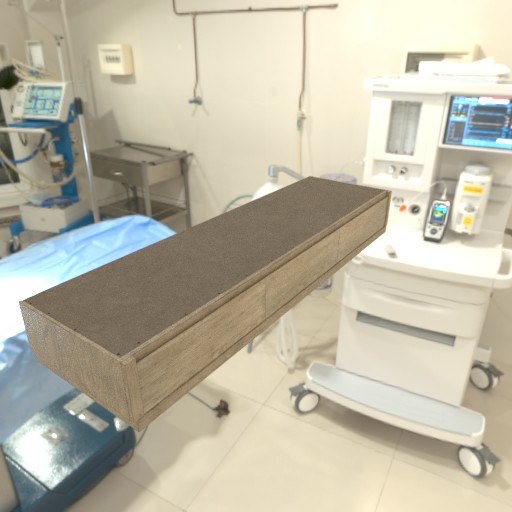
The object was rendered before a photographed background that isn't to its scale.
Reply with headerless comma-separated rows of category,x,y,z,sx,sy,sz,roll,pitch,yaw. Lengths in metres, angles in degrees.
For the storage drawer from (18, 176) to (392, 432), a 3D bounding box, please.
storage drawer,0.000,0.000,2.237,0.591,0.274,2.072,18,31,32
